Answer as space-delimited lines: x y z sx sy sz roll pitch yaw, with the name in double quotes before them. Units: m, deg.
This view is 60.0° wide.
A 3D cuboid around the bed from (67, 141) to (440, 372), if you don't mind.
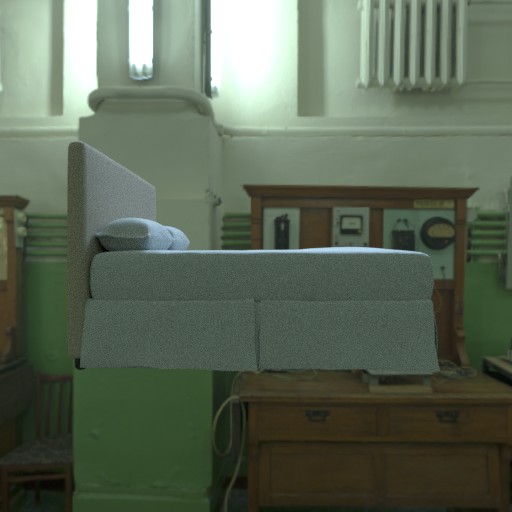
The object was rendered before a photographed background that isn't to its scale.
"bed" 0.000 0.000 3.317 2.142 1.330 1.748 0 0 1
